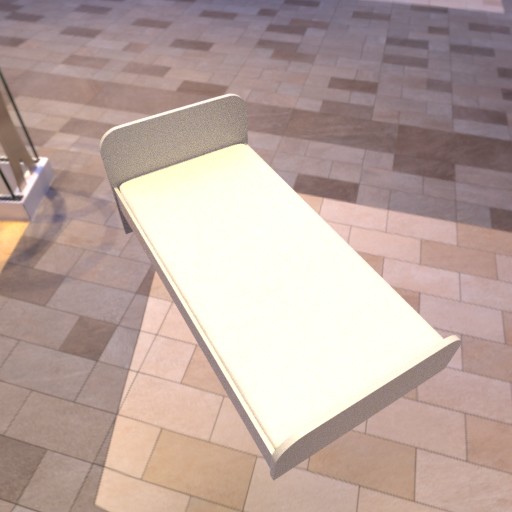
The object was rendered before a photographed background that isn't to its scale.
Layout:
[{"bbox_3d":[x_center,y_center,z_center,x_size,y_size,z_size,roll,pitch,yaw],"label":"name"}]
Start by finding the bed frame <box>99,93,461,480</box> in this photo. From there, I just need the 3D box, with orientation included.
[{"bbox_3d":[0.000,0.000,2.445,0.998,0.805,1.963,-24,52,-20],"label":"bed frame"}]
